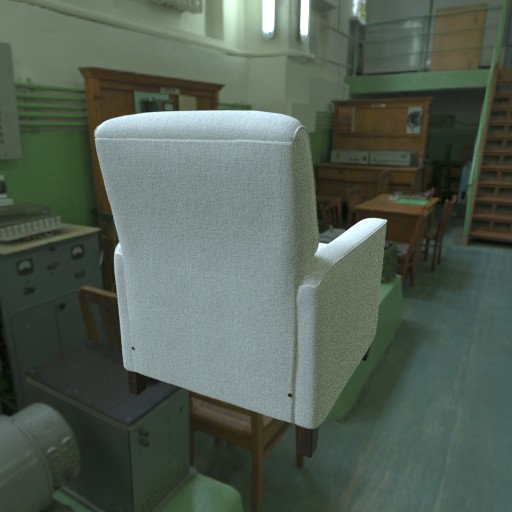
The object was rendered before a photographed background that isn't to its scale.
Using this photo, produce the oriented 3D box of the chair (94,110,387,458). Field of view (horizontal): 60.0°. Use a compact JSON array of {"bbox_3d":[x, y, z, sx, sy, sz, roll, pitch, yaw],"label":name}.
[{"bbox_3d":[0.000,0.000,1.682,0.841,1.028,0.858,8,18,27],"label":"chair"}]
